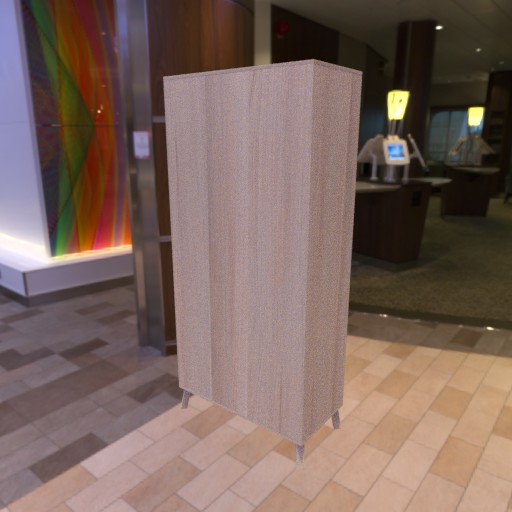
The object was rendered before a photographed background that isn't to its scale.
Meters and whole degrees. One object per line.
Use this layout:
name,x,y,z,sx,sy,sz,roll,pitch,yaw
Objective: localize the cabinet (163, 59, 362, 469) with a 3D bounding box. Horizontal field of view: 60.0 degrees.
cabinet,0.000,0.000,2.615,0.969,1.957,1.272,-2,15,-7
